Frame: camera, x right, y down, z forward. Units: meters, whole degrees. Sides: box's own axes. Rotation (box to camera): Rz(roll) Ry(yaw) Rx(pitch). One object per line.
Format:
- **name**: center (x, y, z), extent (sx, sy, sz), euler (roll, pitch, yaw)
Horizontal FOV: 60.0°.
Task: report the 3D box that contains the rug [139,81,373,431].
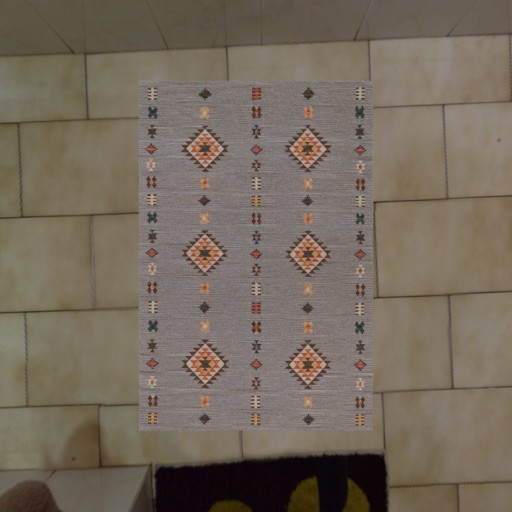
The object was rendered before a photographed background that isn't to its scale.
- **rug**: center (0.000, 0.000, 2.305), extent (1.217, 0.005, 1.818), euler (0, 90, 0)
